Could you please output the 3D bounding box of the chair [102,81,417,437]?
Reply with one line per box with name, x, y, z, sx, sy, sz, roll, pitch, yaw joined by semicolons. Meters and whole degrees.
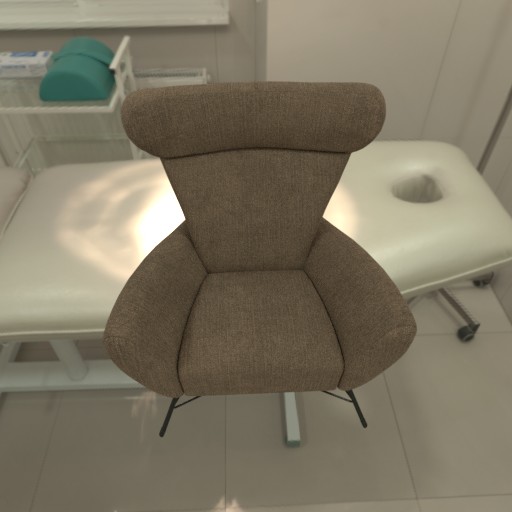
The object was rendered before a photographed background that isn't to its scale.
chair;0.000;0.000;1.658;0.980;1.040;0.900;-2;46;-2
